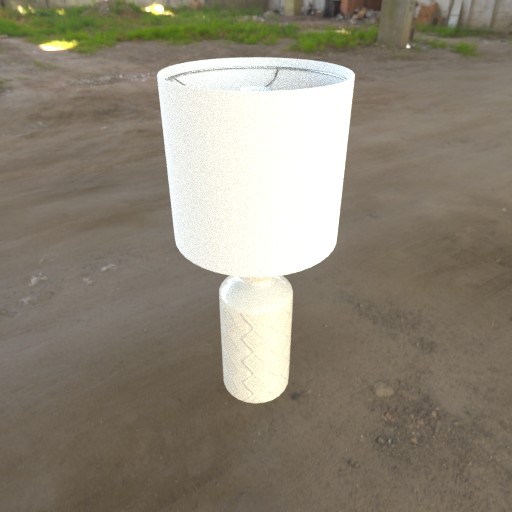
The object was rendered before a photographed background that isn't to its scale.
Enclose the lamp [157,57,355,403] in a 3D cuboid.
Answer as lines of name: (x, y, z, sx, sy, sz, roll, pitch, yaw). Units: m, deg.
lamp: (0.000, 0.000, 0.591, 0.207, 0.461, 0.207, 9, 33, 14)
